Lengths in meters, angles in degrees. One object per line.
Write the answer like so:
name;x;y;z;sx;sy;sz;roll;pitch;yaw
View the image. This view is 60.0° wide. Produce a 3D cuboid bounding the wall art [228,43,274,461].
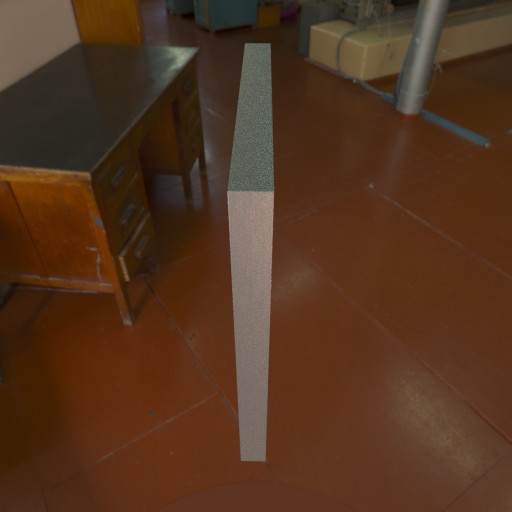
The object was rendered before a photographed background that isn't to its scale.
wall art;0.000;0.000;0.518;0.030;0.379;0.308;1;41;1
